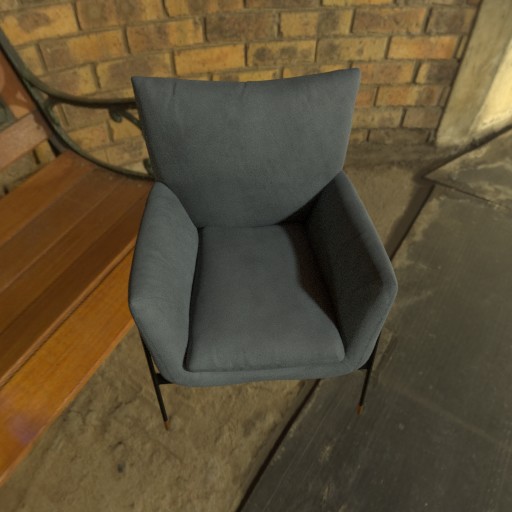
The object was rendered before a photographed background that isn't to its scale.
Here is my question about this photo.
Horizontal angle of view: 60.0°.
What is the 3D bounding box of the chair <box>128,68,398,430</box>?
[{"bbox_3d":[0.000,0.000,1.371,0.678,0.858,0.709,-3,47,-3],"label":"chair"}]
